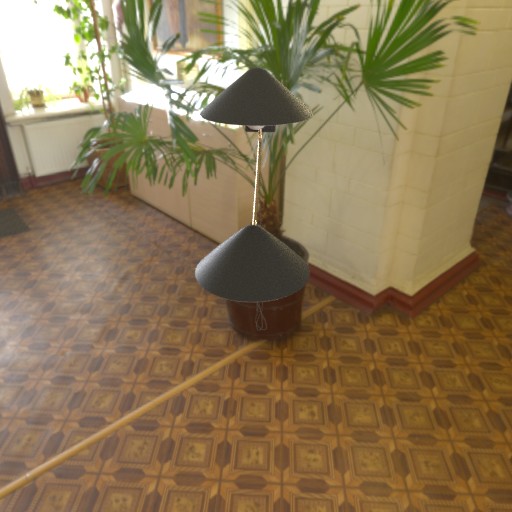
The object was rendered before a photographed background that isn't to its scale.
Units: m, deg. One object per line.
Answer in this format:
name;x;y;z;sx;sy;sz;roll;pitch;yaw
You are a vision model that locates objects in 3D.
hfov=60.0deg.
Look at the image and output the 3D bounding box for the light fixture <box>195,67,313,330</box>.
light fixture;0.000;0.000;0.856;0.189;0.665;0.422;1;29;2
